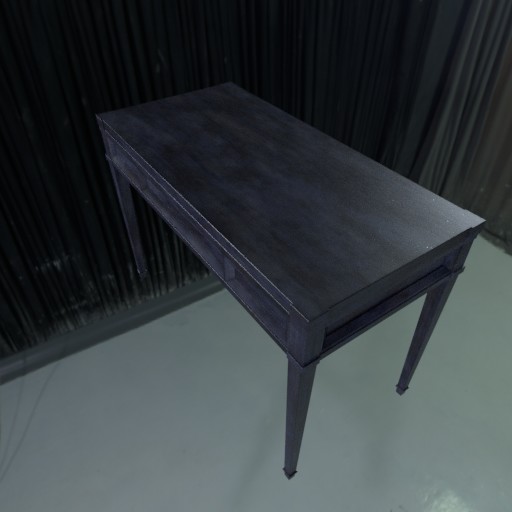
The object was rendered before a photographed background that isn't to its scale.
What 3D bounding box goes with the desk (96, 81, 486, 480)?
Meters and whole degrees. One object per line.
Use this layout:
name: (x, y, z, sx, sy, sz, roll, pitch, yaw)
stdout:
desk: (0.000, 0.000, 1.752, 0.630, 0.861, 1.289, -25, 47, -26)
